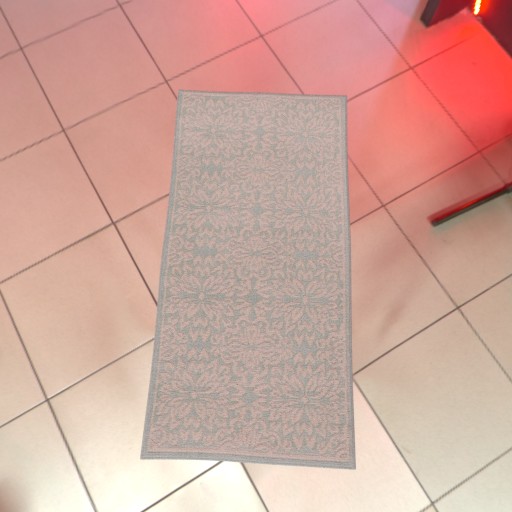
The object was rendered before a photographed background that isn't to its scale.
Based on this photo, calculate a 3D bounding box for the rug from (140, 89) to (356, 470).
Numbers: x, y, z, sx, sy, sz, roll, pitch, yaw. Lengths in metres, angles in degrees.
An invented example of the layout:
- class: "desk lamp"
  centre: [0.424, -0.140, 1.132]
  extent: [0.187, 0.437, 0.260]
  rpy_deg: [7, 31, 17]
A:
- class: "rug"
  centre: [0.000, 0.000, 1.410]
  extent: [0.604, 0.007, 1.219]
  rpy_deg: [2, 74, 1]
